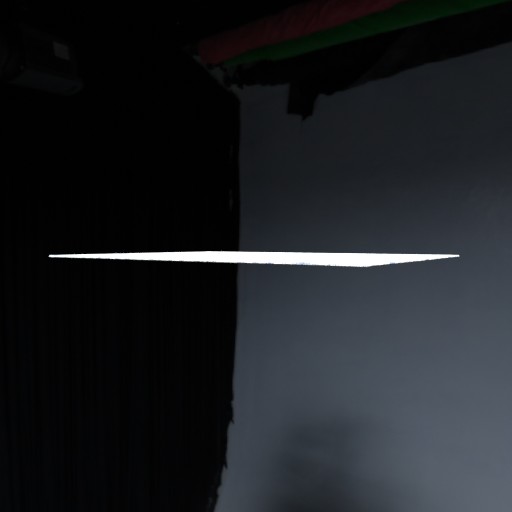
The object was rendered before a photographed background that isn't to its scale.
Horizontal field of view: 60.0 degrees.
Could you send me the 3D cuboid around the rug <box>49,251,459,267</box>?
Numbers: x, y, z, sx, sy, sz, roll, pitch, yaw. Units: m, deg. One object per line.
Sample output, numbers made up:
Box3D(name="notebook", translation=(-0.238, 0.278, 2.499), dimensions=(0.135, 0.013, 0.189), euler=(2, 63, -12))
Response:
Box3D(name="rug", translation=(0.000, 0.000, 3.029), dimensions=(2.261, 0.013, 1.676), euler=(1, 2, 36))
